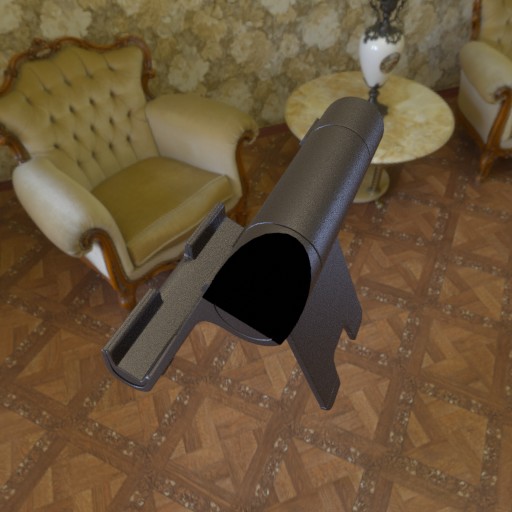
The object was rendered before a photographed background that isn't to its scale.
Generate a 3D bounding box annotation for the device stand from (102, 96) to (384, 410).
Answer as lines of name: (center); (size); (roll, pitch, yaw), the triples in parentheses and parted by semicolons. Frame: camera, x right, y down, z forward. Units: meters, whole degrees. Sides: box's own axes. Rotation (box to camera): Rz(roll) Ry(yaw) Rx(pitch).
device stand: (0.000, 0.000, 0.152); (0.079, 0.084, 0.088); (18, 49, 16)
